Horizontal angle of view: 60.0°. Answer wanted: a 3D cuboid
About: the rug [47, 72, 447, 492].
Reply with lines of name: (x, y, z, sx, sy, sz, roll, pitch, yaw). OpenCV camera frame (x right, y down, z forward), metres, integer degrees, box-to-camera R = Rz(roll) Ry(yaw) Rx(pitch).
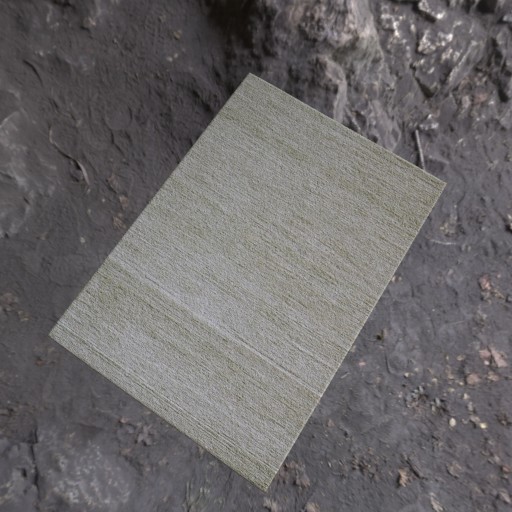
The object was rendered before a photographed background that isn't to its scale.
rug: (0.000, 0.000, 2.871, 1.606, 0.017, 2.270, 32, 77, 8)
